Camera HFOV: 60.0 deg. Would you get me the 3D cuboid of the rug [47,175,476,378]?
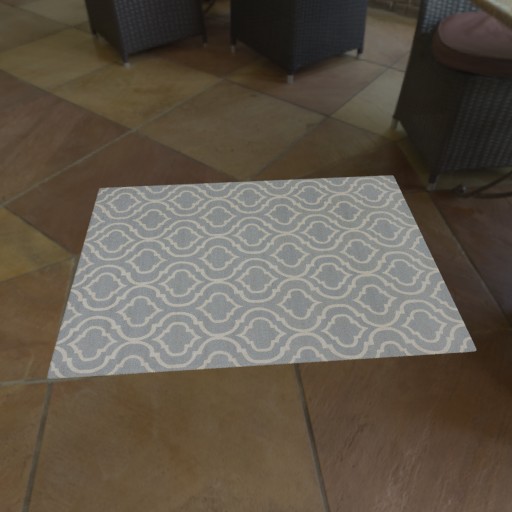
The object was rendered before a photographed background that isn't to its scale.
[{"bbox_3d":[0.000,0.000,2.634,2.080,0.010,1.451,-3,46,-3],"label":"rug"}]
